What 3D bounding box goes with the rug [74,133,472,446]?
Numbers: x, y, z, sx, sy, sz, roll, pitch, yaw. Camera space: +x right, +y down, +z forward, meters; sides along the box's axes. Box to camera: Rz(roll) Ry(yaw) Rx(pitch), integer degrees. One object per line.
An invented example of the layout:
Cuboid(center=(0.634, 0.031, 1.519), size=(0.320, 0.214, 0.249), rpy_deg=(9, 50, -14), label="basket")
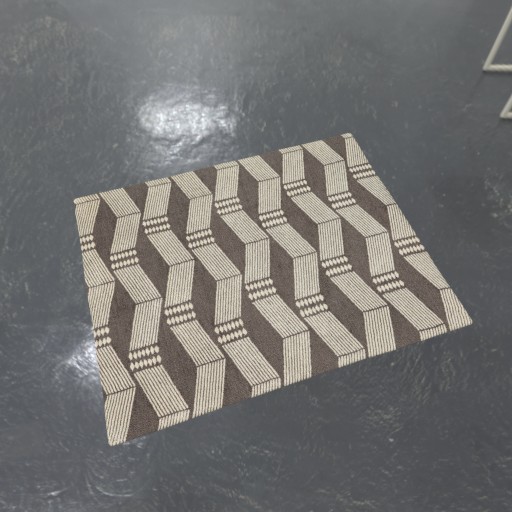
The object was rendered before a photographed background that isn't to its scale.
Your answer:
Cuboid(center=(0.000, 0.000, 4.084), size=(3.048, 0.016, 2.438), rpy_deg=(-16, 59, -10), label="rug")
